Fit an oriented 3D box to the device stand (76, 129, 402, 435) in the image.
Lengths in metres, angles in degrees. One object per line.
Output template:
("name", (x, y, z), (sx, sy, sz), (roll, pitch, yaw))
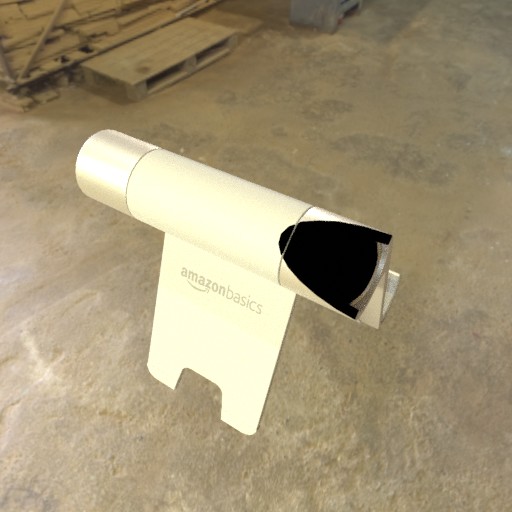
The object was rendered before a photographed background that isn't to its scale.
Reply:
("device stand", (0.000, 0.000, 0.150), (0.086, 0.084, 0.079), (24, 50, 22))
